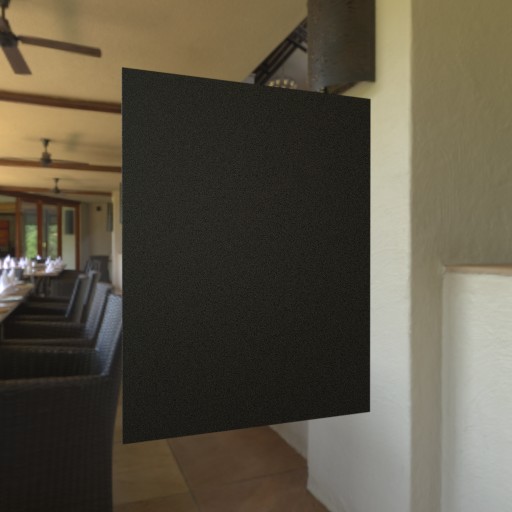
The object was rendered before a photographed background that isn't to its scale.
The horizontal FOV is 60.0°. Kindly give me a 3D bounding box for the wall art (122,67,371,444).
[{"bbox_3d":[0.000,0.000,1.393,0.806,1.062,0.038,0,0,-19],"label":"wall art"}]
